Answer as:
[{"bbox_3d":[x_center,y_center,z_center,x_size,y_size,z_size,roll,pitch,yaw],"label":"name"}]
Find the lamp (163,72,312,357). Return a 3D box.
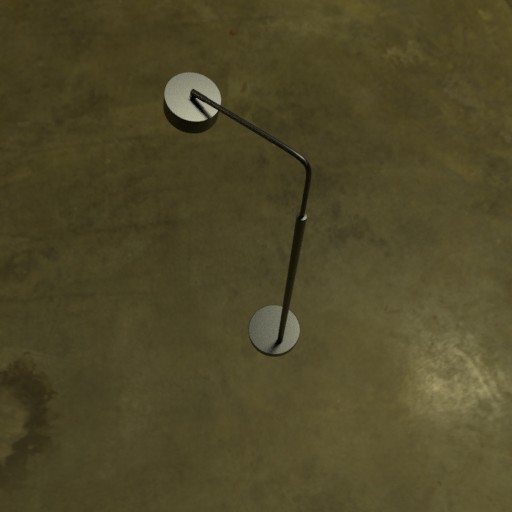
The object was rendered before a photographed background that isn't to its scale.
[{"bbox_3d":[0.000,0.000,1.406,0.418,1.230,0.219,36,69,16],"label":"lamp"}]
